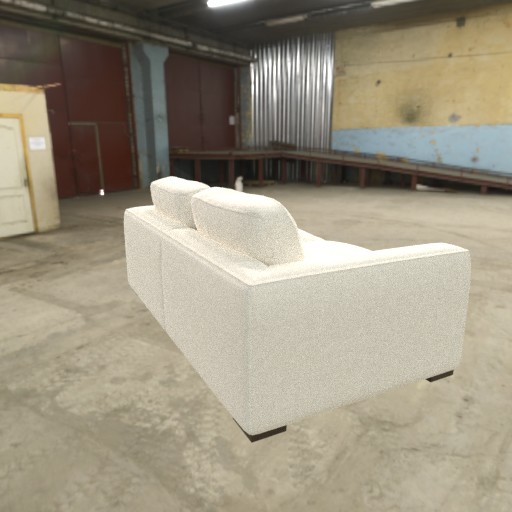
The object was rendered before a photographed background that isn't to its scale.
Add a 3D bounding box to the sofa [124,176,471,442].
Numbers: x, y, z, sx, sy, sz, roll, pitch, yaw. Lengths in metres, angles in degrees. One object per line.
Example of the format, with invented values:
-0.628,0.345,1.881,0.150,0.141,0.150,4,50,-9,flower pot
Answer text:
0.000,0.000,2.437,1.069,0.801,1.920,-7,16,-26,sofa
